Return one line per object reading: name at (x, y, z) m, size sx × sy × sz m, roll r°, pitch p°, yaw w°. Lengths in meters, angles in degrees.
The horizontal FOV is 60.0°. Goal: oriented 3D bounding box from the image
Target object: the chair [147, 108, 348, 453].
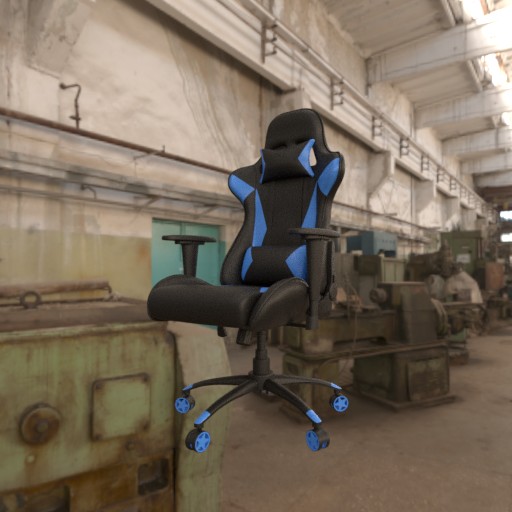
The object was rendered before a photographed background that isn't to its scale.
chair at (0.000, 0.000, 1.717) m, size 0.695 × 1.282 × 0.730 m, roll -1°, pitch -1°, yaw 37°
